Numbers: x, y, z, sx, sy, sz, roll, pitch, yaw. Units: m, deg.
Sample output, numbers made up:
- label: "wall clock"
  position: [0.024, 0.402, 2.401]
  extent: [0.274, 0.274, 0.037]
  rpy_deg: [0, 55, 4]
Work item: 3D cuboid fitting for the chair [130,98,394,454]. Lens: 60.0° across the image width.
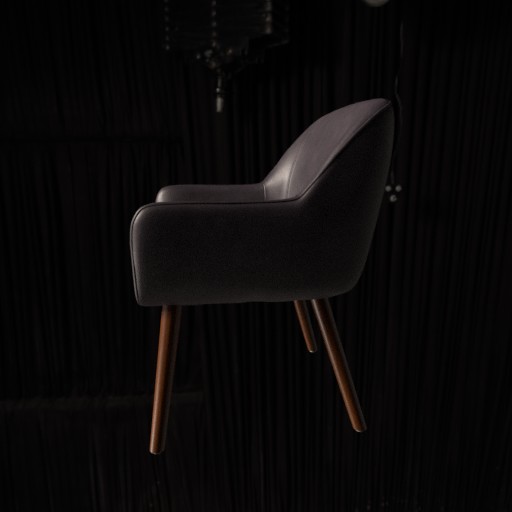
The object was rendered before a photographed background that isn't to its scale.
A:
- label: "chair"
  position: [0.000, 0.000, 1.260]
  extent: [0.610, 0.828, 0.610]
  rpy_deg: [-2, 13, -7]
